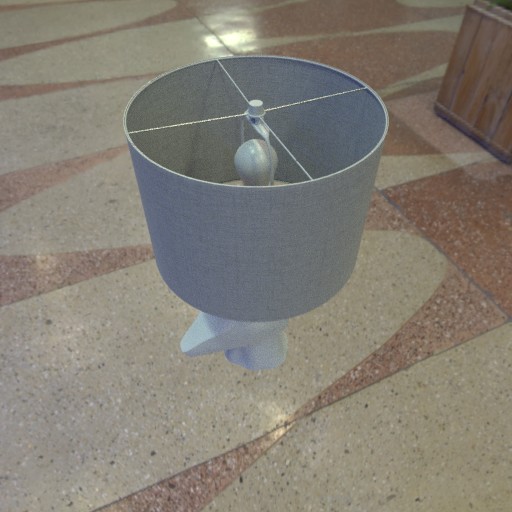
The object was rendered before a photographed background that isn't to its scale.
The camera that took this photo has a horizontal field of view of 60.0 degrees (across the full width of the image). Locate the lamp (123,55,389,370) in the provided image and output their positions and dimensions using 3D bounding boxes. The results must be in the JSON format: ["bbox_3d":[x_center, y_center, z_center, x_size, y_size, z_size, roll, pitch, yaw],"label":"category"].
[{"bbox_3d":[0.000,0.000,0.686,0.298,0.503,0.298,-16,48,-15],"label":"lamp"}]
